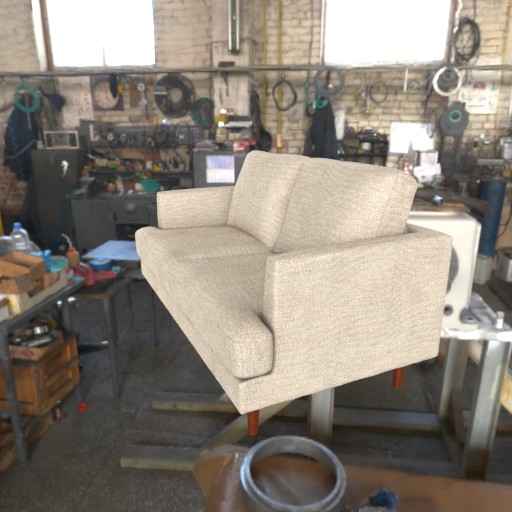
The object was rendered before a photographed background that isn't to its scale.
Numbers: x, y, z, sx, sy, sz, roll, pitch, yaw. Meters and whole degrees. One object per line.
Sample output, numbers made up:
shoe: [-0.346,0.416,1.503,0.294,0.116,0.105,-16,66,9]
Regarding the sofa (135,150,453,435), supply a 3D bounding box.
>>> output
sofa: [0.000,0.000,2.180,0.903,0.944,1.582,-8,19,-24]
